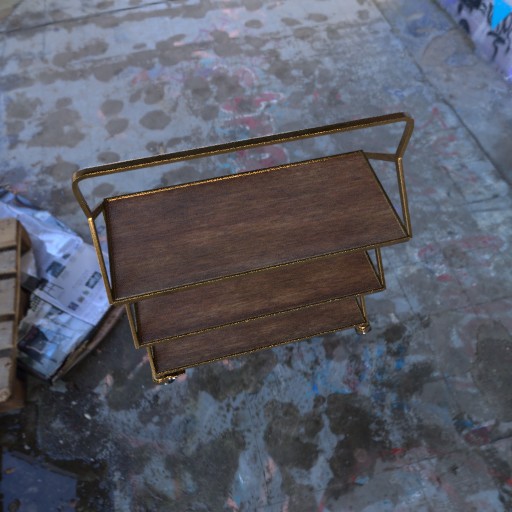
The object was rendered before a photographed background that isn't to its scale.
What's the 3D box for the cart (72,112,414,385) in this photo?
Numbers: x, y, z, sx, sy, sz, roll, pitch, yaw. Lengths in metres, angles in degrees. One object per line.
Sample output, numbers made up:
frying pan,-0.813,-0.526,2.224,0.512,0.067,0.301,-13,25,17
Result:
cart,0.000,0.000,1.184,0.723,0.805,0.313,-12,58,-8
